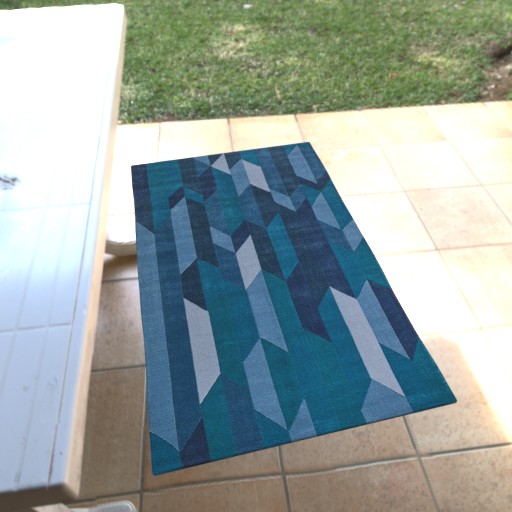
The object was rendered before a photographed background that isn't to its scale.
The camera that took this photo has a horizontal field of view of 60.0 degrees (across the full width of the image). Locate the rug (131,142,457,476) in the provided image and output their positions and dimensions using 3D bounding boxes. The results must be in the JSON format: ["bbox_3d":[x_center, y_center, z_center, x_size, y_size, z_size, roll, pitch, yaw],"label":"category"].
[{"bbox_3d":[0.000,0.000,2.911,1.528,0.005,2.420,-10,48,-9],"label":"rug"}]
